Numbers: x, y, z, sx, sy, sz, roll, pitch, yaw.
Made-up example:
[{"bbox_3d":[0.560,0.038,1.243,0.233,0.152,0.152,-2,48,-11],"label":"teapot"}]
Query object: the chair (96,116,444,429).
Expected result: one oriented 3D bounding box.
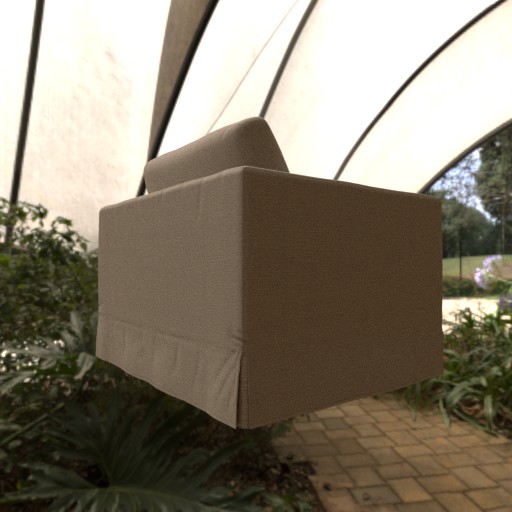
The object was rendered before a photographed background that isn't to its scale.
[{"bbox_3d":[0.000,0.000,1.818,0.957,0.878,1.150,1,-1,-37],"label":"chair"}]
